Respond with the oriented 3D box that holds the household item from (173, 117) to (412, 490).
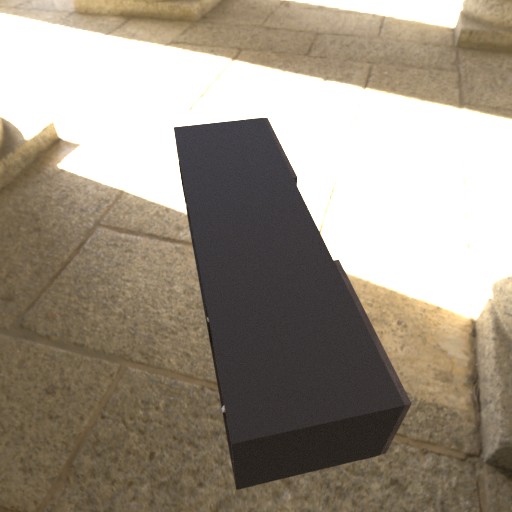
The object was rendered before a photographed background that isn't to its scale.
[{"bbox_3d":[0.000,0.000,1.576,0.420,0.310,1.400,-9,46,-9],"label":"household item"}]
